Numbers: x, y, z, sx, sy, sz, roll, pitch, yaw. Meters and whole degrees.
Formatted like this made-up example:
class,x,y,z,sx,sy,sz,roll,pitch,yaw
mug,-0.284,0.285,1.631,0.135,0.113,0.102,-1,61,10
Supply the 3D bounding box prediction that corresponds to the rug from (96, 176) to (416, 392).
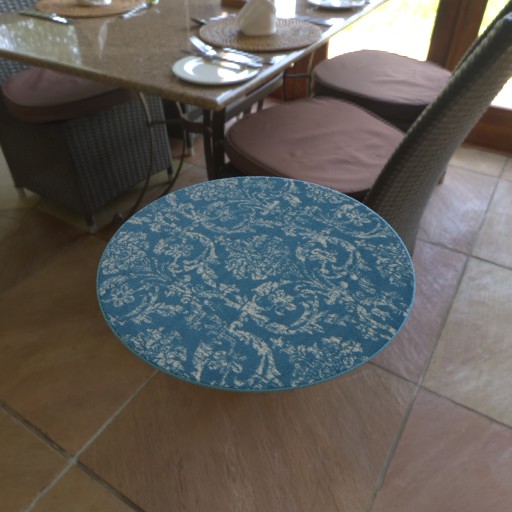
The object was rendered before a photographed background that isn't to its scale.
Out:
class,x,y,z,sx,sy,sz,roll,pitch,yaw
rug,0.000,0.000,2.292,1.593,0.012,1.593,0,41,0
